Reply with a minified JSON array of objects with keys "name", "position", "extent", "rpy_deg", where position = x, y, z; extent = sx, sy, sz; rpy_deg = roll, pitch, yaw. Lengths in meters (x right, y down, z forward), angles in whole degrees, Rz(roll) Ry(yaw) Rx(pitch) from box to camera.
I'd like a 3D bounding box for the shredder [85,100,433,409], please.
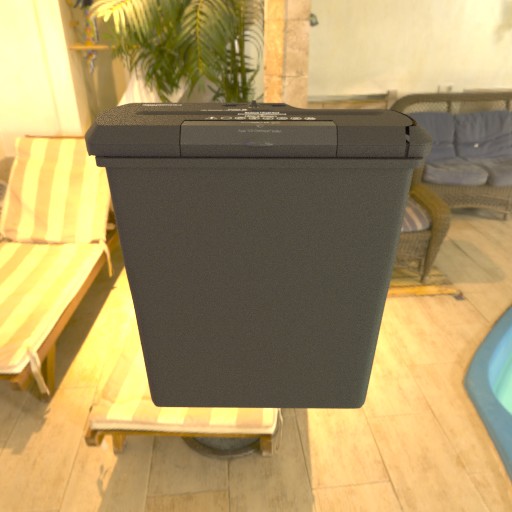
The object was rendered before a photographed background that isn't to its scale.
[{"name":"shredder","position":[0.000,0.000,0.514],"extent":[0.320,0.335,0.170],"rpy_deg":[0,28,1]}]
